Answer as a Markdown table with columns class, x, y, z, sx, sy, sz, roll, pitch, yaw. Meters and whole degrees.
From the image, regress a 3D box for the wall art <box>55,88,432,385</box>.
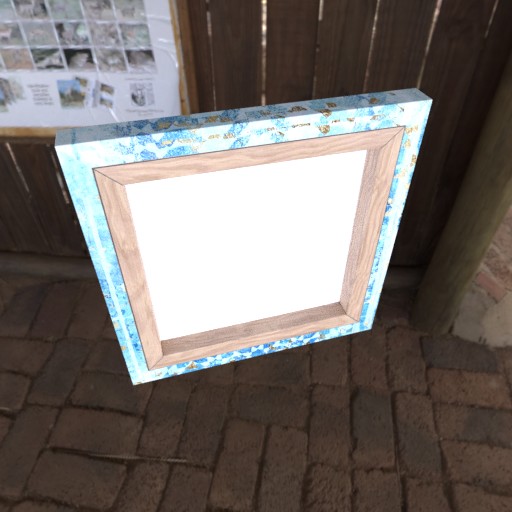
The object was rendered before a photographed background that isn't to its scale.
| class | x | y | z | sx | sy | sz | roll | pitch | yaw |
| --- | --- | --- | --- | --- | --- | --- | --- | --- | --- |
| wall art | 0.000 | 0.000 | 0.607 | 0.405 | 0.405 | 0.037 | -11 | 43 | -12 |
